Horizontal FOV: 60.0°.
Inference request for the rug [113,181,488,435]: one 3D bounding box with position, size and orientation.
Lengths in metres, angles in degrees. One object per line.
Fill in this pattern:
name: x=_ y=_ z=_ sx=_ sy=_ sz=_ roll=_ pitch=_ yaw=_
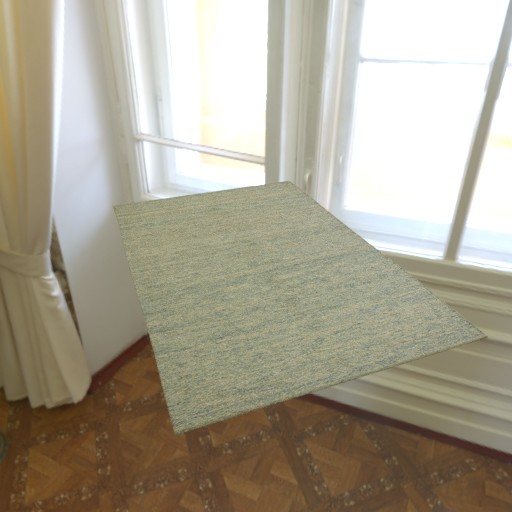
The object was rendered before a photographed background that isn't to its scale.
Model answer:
rug: x=0.000 y=0.000 z=2.834 sx=1.547 sy=0.013 sz=2.283 roll=-11 pitch=32 yaw=-18
